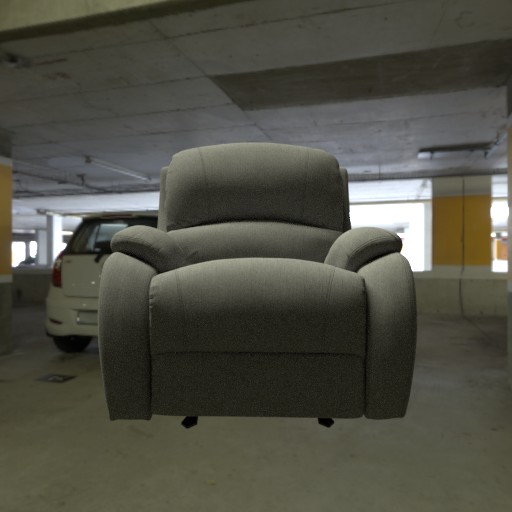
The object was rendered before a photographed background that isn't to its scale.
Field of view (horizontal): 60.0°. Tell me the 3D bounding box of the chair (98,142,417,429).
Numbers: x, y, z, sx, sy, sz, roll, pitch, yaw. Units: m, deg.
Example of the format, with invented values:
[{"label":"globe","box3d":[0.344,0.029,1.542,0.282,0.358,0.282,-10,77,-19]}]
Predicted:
[{"label":"chair","box3d":[0.000,0.000,1.669,0.930,1.011,0.899,0,0,-1]}]
